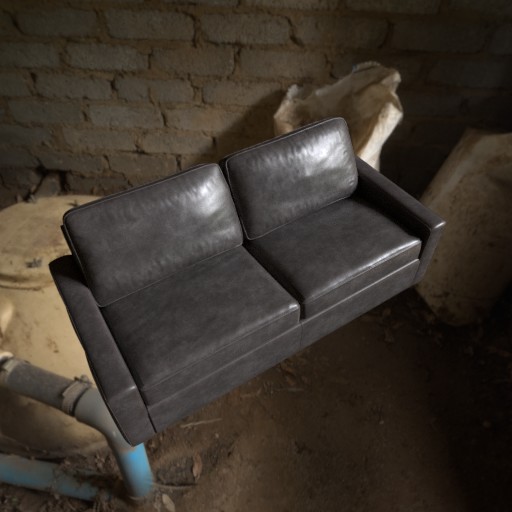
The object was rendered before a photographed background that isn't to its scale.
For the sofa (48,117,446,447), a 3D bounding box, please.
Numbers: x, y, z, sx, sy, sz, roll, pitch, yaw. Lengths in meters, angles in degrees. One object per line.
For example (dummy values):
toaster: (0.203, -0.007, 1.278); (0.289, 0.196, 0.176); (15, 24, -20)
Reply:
sofa: (0.000, 0.000, 2.551); (2.081, 0.916, 0.939); (-25, 52, -21)
